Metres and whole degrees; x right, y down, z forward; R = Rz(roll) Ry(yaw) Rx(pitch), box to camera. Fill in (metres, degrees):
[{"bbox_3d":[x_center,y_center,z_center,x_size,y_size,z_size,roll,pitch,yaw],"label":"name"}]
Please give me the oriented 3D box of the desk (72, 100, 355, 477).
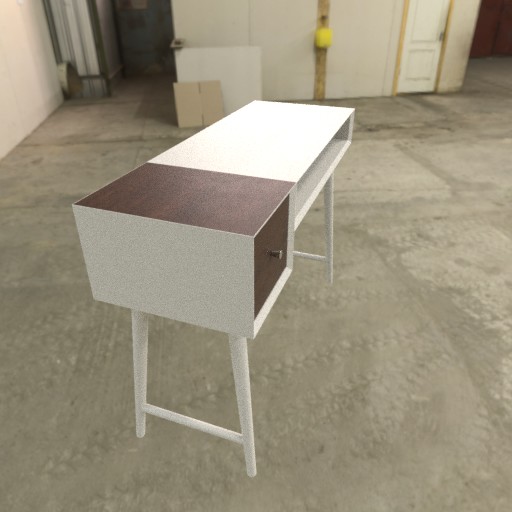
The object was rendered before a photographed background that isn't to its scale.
[{"bbox_3d":[0.000,0.000,1.473,0.409,0.761,1.069,11,33,17],"label":"desk"}]
